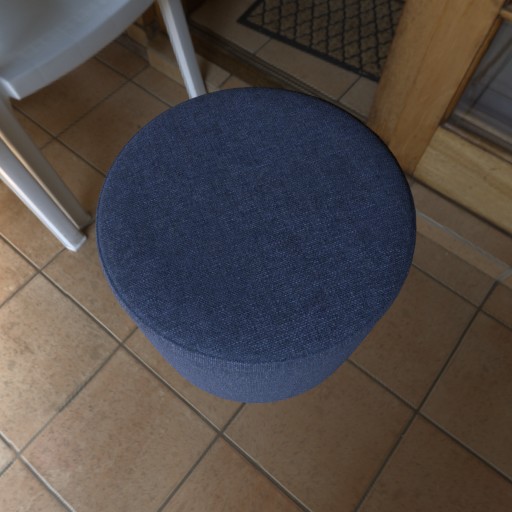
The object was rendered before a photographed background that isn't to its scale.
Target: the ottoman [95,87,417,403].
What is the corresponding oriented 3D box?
[{"bbox_3d":[0.000,0.000,0.884,0.520,0.430,0.520,0,65,0],"label":"ottoman"}]
